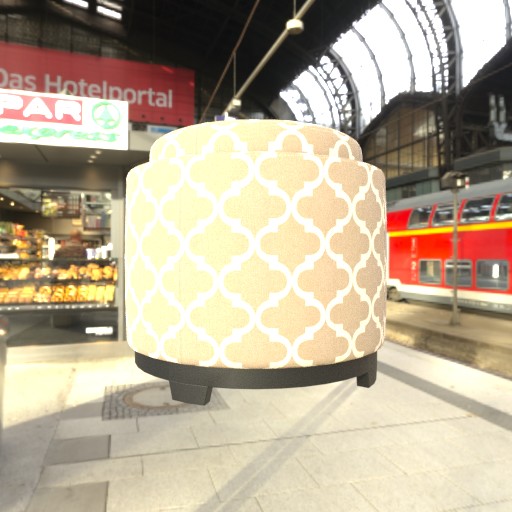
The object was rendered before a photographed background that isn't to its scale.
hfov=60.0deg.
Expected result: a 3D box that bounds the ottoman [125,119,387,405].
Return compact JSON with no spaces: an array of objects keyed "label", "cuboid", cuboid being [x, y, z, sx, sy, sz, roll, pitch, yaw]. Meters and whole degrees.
[{"label":"ottoman","cuboid":[0.000,0.000,0.846,0.480,0.429,0.480,0,0,0]}]
